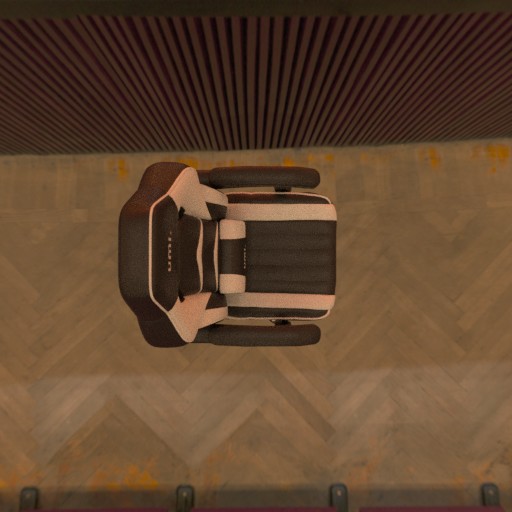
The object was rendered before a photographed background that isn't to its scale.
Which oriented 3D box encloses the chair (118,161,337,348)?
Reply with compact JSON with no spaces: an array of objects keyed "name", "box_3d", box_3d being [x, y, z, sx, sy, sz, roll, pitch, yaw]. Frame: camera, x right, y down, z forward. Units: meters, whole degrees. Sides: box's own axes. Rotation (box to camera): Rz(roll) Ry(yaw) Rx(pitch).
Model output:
[{"name":"chair","box_3d":[0.000,0.000,1.671,0.700,1.200,0.676,0,89,0]}]
